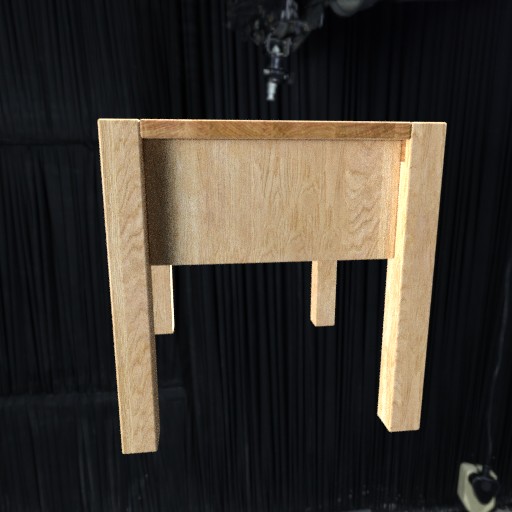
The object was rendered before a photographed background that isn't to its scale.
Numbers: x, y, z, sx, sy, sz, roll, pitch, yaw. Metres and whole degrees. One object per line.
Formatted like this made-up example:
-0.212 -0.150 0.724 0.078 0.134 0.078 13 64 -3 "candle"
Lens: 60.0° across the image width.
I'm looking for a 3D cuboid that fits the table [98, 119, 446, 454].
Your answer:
0.000 0.000 0.830 0.440 0.450 0.480 -2 13 -7 "table"
